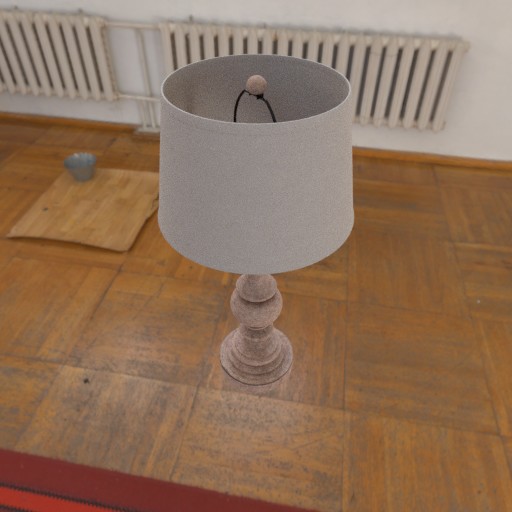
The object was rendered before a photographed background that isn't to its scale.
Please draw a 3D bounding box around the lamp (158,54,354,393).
[{"bbox_3d":[0.000,0.000,0.852,0.340,0.678,0.340,0,41,0],"label":"lamp"}]
